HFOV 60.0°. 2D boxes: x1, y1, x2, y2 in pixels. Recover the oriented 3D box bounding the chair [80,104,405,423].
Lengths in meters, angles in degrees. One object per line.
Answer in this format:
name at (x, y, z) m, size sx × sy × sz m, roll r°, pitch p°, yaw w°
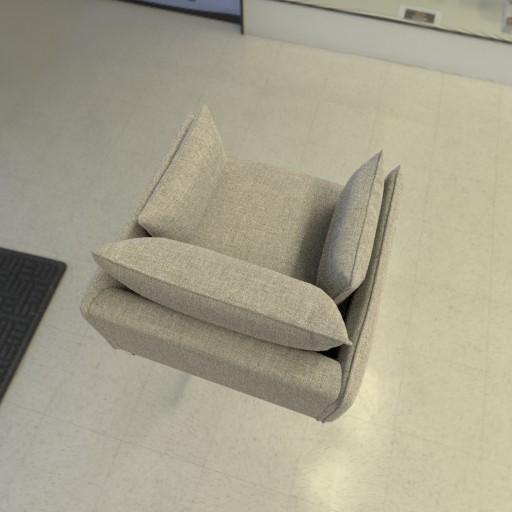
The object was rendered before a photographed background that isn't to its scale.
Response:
chair at (0.000, 0.000, 1.754) m, size 0.993 × 0.839 × 0.976 m, roll 17°, pitch 63°, yaw 9°
